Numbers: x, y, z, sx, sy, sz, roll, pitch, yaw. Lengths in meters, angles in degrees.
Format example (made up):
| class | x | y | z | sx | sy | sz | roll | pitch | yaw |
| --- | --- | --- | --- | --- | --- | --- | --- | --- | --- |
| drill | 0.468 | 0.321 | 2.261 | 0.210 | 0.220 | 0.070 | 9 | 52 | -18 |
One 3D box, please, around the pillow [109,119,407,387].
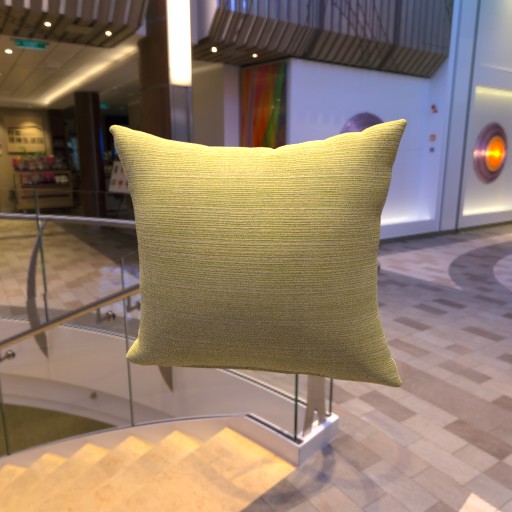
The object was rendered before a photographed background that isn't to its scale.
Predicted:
| class | x | y | z | sx | sy | sz | roll | pitch | yaw |
| --- | --- | --- | --- | --- | --- | --- | --- | --- | --- |
| pillow | 0.000 | 0.000 | 0.835 | 0.560 | 0.487 | 0.229 | 2 | 13 | 10 |
